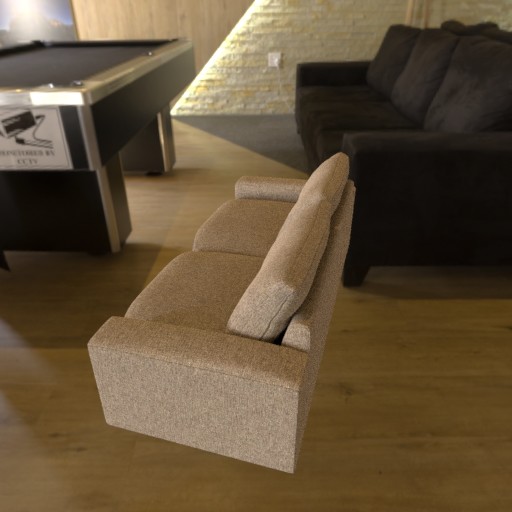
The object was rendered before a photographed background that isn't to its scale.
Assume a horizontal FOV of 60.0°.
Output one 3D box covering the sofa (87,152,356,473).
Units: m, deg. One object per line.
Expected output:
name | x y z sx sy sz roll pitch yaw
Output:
sofa | 0.000 0.000 2.873 1.040 0.922 2.299 8 31 14
